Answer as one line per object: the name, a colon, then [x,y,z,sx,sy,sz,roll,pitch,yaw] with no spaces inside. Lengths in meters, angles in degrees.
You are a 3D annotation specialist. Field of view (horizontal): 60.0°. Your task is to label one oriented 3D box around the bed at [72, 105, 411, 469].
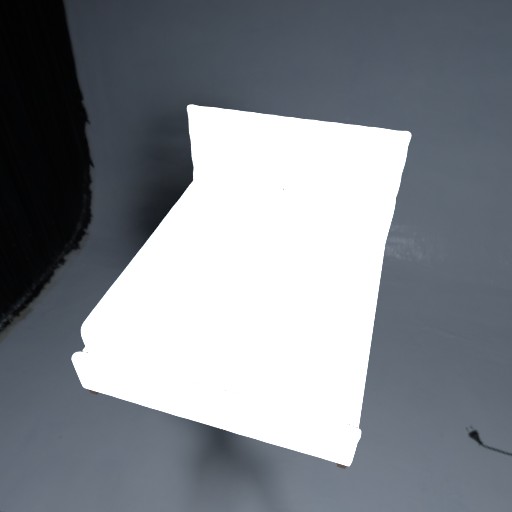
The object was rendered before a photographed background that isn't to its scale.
bed: [0.000,0.000,3.626,2.078,1.427,2.387,11,42,13]
